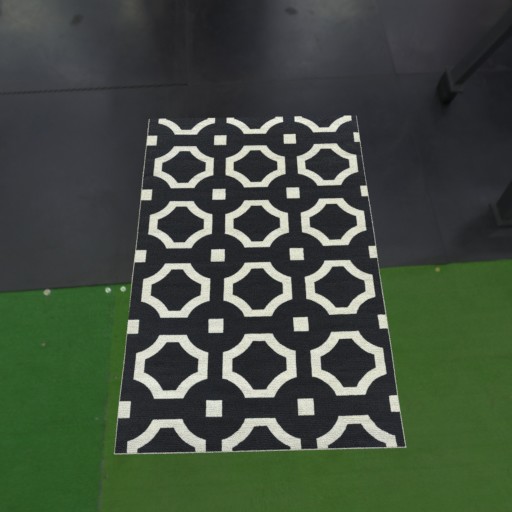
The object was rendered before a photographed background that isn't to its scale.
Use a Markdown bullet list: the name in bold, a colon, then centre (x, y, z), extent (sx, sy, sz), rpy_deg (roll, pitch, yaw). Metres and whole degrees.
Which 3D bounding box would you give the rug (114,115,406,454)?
- **rug**: centre (0.000, 0.000, 2.833), extent (1.555, 0.016, 2.286), rpy_deg (-1, 65, -1)
